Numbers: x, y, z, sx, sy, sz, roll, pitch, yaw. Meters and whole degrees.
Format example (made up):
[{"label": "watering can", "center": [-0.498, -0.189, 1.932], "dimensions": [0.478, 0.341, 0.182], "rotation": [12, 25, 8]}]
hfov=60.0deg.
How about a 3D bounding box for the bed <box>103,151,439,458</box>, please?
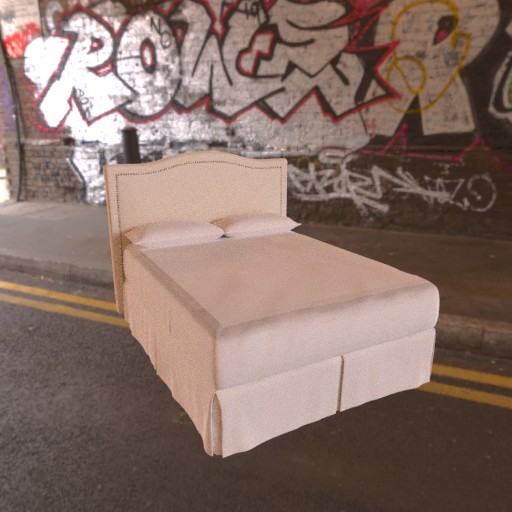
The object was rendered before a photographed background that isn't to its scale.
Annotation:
[{"label": "bed", "center": [0.000, 0.000, 3.347], "dimensions": [1.753, 1.460, 2.143], "rotation": [-8, 18, -27]}]
